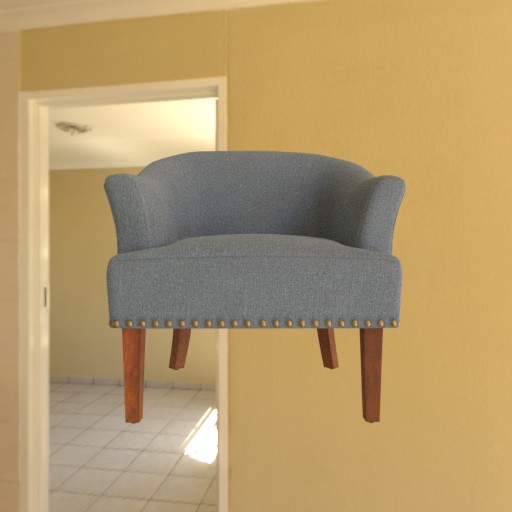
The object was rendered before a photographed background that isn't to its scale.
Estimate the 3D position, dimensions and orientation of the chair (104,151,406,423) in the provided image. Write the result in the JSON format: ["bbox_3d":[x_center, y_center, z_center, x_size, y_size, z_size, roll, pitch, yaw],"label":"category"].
[{"bbox_3d":[0.000,0.000,1.383,0.798,0.815,0.704,0,0,-1],"label":"chair"}]
